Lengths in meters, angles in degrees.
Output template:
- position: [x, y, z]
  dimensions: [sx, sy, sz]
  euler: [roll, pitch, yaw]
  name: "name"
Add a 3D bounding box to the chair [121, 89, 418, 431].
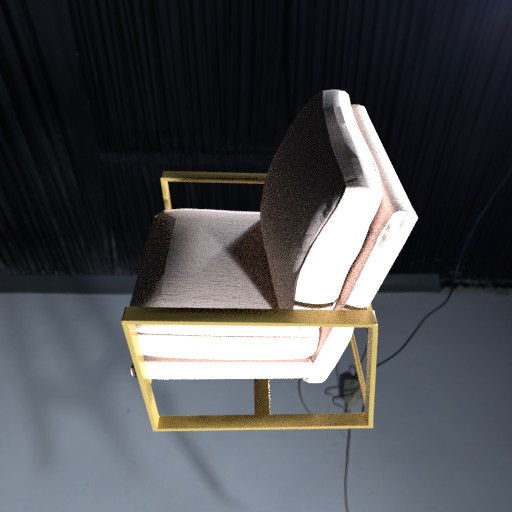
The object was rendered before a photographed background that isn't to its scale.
- position: [0.000, 0.000, 1.518]
  dimensions: [0.813, 0.956, 0.758]
  euler: [-1, 41, -1]
  name: "chair"
